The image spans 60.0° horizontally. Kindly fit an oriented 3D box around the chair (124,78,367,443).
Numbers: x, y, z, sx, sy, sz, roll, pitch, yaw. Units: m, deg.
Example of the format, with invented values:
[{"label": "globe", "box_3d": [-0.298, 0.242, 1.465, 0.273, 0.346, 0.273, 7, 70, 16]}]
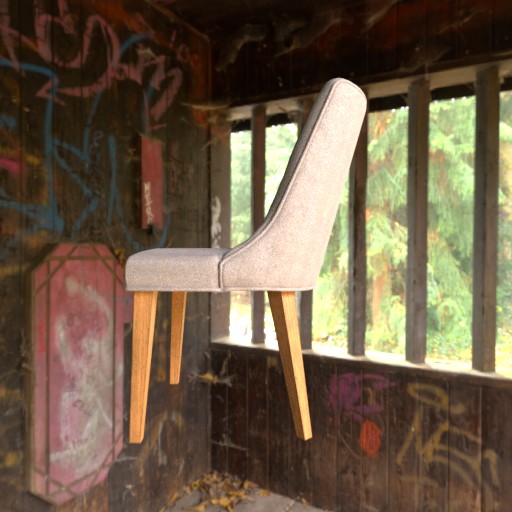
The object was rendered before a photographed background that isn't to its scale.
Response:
[{"label": "chair", "box_3d": [0.000, 0.000, 1.332, 0.636, 0.916, 0.548, 0, 1, 1]}]
